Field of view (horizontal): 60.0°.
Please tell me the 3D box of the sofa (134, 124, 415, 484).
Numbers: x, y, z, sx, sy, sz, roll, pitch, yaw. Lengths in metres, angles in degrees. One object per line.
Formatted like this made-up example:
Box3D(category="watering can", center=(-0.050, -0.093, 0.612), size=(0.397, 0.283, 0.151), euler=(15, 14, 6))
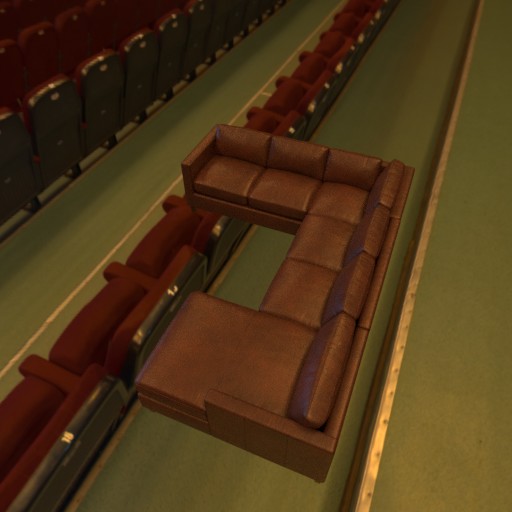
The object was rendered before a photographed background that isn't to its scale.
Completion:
Box3D(category="sofa", center=(0.000, 0.000, 4.379), size=(2.452, 0.891, 3.324), euler=(17, 49, 15))
